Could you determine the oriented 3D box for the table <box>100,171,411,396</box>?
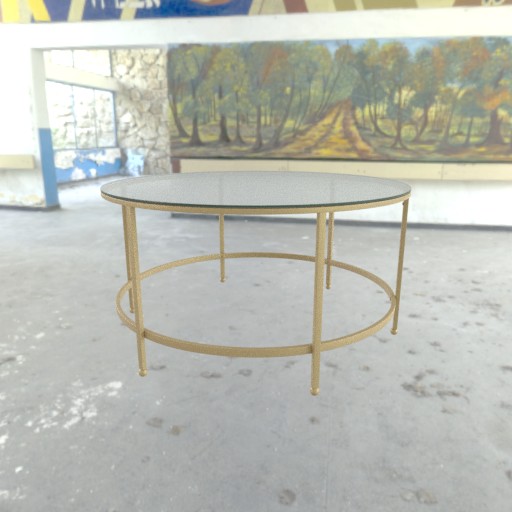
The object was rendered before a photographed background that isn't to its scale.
[{"bbox_3d":[0.000,0.000,1.429,0.914,0.470,0.914,0,15,0],"label":"table"}]
